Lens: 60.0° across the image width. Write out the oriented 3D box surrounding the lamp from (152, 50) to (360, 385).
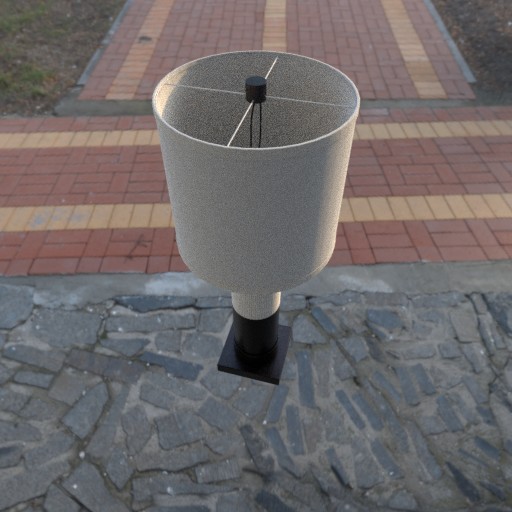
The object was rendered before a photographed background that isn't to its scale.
[{"bbox_3d":[0.000,0.000,0.628,0.211,0.509,0.211,11,48,10],"label":"lamp"}]
